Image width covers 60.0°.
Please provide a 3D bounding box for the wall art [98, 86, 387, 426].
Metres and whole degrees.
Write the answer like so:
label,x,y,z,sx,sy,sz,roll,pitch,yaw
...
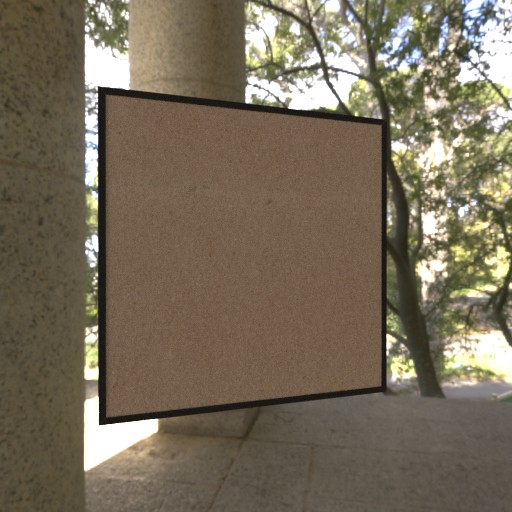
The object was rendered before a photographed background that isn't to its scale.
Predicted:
label,x,y,z,sx,sy,sz,roll,pitch,yaw
wall art,0.000,0.000,1.135,0.762,0.762,0.038,0,0,-19
